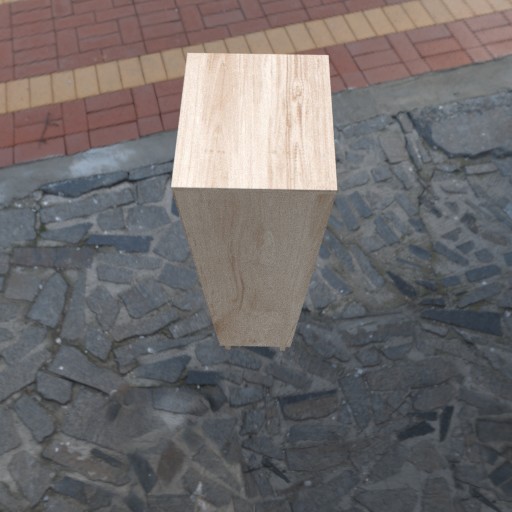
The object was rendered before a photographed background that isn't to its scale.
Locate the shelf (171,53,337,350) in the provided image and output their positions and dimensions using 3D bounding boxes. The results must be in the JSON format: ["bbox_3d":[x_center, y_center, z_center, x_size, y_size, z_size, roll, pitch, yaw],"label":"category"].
[{"bbox_3d":[0.000,0.000,2.194,0.450,1.960,0.510,1,65,1],"label":"shelf"}]
